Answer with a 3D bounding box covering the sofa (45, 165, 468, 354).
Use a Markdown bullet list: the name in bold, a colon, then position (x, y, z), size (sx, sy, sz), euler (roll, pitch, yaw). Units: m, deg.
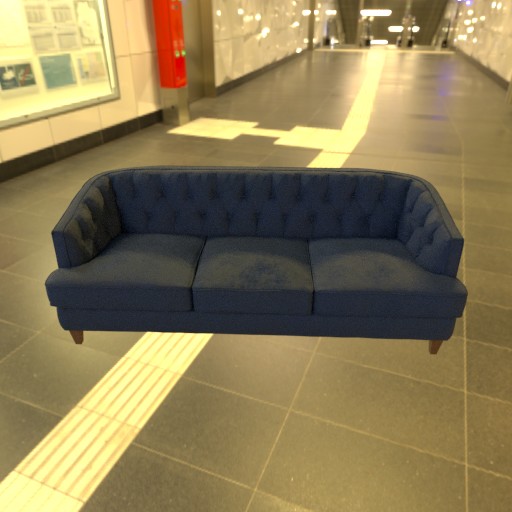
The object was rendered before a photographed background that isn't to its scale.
- **sofa**: position (0.000, 0.000, 2.743), size (2.278, 0.855, 0.941), euler (1, 29, 2)
